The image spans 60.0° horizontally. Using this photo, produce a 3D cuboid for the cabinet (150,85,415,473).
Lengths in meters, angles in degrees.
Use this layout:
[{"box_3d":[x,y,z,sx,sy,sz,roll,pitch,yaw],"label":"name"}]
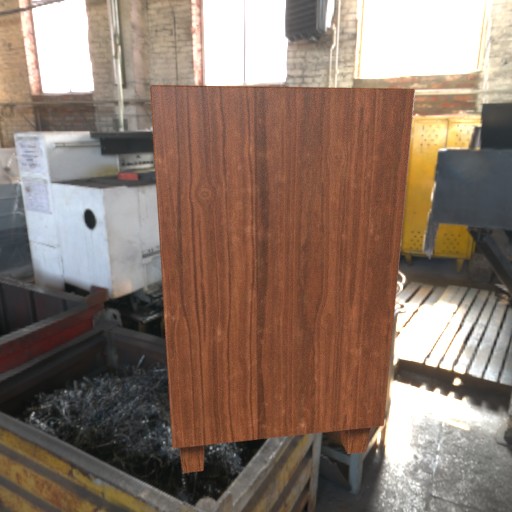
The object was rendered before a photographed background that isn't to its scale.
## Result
[{"box_3d":[0.000,0.000,1.041,0.410,0.695,0.607,-3,16,-9],"label":"cabinet"}]
